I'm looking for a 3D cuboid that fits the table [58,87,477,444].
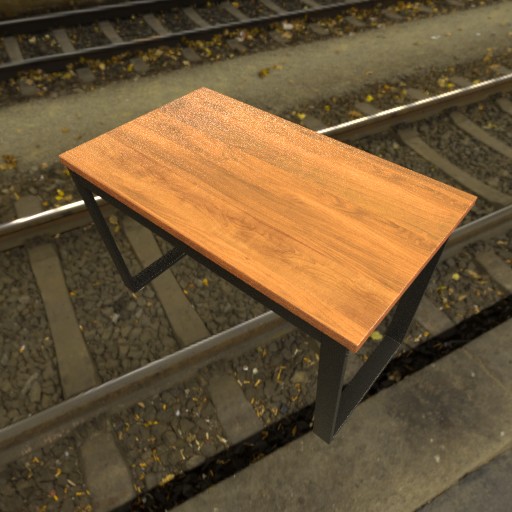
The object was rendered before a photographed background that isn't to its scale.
[{"bbox_3d":[0.000,0.000,1.732,1.205,0.760,0.714,31,53,27],"label":"table"}]
